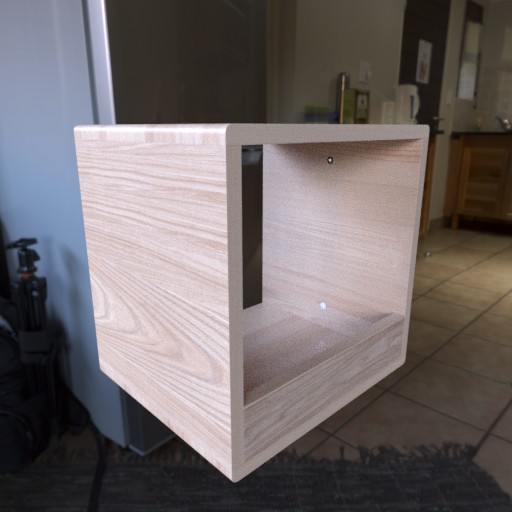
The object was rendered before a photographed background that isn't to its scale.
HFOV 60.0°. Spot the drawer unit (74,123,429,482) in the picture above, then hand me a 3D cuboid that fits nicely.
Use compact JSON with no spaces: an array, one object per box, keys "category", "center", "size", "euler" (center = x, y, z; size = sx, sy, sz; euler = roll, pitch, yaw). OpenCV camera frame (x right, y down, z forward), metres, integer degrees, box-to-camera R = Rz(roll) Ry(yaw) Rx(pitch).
[{"category":"drawer unit","center":[0.000,0.000,0.606],"size":[0.344,0.344,0.290],"euler":[-15,22,-42]}]
